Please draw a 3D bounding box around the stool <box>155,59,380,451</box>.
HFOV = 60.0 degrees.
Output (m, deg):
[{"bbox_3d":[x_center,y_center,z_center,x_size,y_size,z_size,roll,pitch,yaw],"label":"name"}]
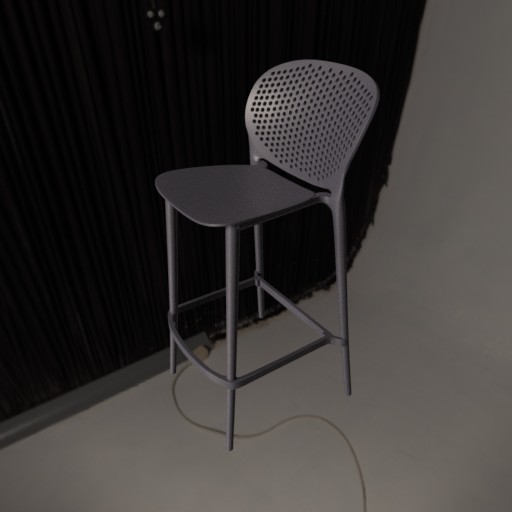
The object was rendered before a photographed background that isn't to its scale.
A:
[{"bbox_3d":[0.000,0.000,1.349,0.535,1.045,0.536,-21,38,-30],"label":"stool"}]
